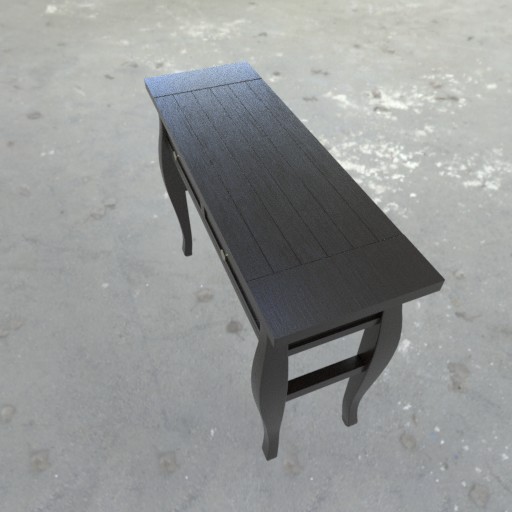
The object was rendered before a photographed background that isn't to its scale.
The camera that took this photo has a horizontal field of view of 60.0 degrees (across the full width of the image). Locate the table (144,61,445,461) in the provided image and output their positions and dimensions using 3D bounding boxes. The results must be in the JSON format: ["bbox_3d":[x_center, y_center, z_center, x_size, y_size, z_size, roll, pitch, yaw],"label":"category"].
[{"bbox_3d":[0.000,0.000,1.420,0.373,0.768,1.062,-16,49,-15],"label":"table"}]
